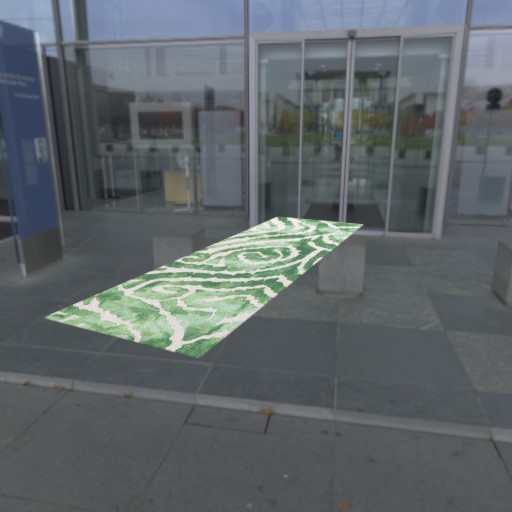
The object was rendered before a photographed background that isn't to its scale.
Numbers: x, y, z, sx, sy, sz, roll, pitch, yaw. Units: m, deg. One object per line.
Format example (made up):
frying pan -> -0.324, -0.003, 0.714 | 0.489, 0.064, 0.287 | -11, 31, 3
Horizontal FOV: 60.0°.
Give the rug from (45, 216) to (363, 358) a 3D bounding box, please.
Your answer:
rug -> 0.000, 0.000, 2.728 | 0.761, 0.006, 2.438 | 8, 18, 25
